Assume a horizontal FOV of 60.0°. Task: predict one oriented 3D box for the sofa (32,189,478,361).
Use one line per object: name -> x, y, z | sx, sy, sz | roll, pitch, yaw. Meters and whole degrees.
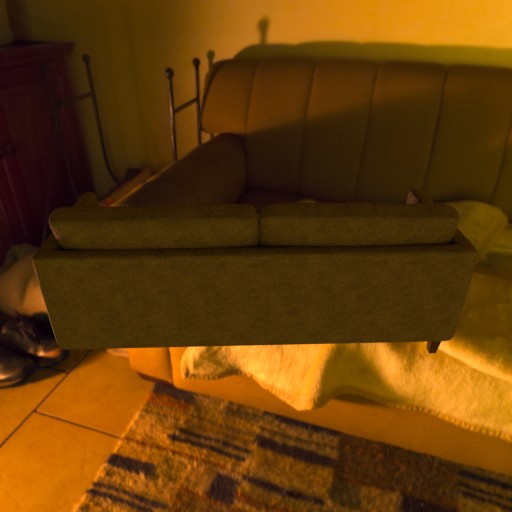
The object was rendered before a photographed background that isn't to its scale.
sofa -> 0.000, 0.000, 2.908 | 2.434, 0.965, 0.951 | -1, 31, -2
